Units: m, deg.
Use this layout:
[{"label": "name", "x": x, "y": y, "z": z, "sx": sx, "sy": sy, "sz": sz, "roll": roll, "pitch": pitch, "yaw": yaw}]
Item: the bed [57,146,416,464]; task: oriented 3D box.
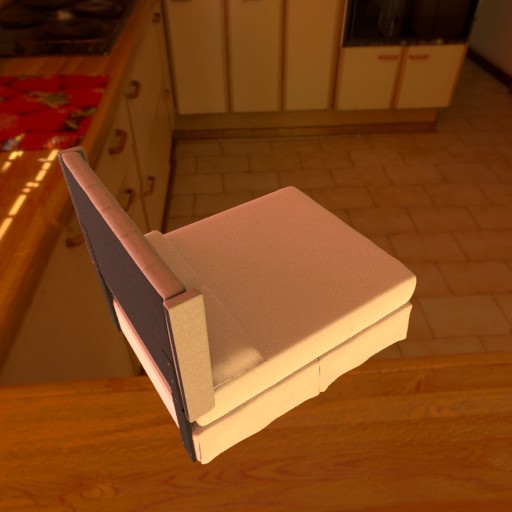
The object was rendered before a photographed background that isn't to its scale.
[{"label": "bed", "x": 0.000, "y": 0.000, "z": 3.393, "sx": 2.066, "sy": 1.665, "sz": 1.719, "roll": -24, "pitch": 47, "yaw": -25}]
